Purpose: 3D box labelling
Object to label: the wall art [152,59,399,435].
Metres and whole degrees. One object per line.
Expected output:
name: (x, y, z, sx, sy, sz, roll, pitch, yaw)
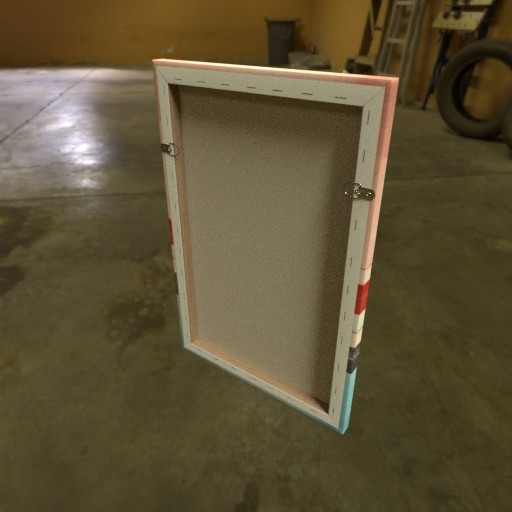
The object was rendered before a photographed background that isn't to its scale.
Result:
wall art: (0.000, 0.000, 1.163, 0.610, 0.914, 0.038, 19, 34, 31)
